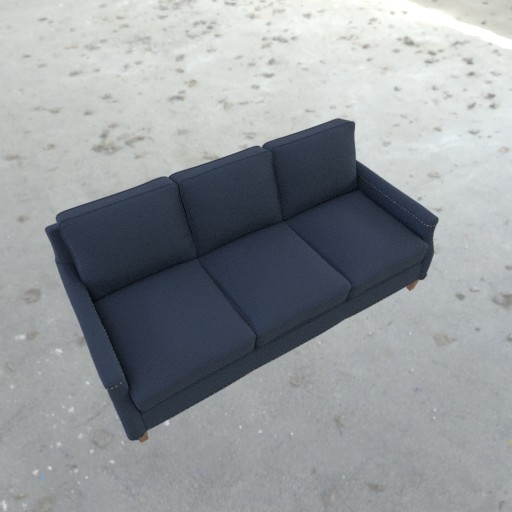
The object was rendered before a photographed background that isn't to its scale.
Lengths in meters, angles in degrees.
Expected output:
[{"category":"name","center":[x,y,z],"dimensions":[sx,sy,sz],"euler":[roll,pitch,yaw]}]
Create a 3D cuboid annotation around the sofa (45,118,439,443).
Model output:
[{"category":"sofa","center":[0.000,0.000,2.827],"dimensions":[2.246,1.003,1.084],"euler":[-24,50,-22]}]
